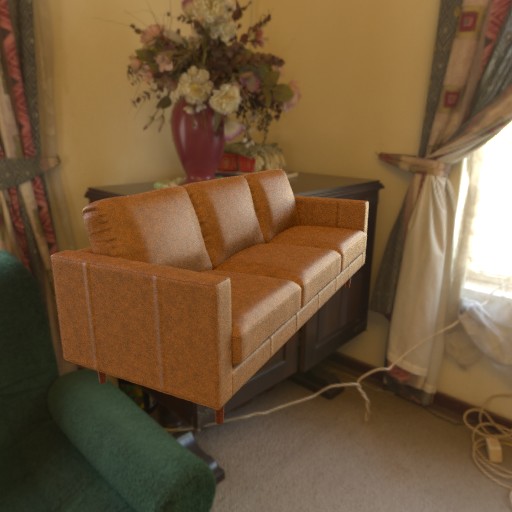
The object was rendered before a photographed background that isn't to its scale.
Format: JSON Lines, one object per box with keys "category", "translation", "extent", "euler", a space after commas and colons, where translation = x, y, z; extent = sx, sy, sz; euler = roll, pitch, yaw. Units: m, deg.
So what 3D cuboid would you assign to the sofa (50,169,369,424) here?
{"category": "sofa", "translation": [0.000, 0.000, 2.772], "extent": [0.903, 0.930, 2.231], "euler": [8, 18, 26]}
